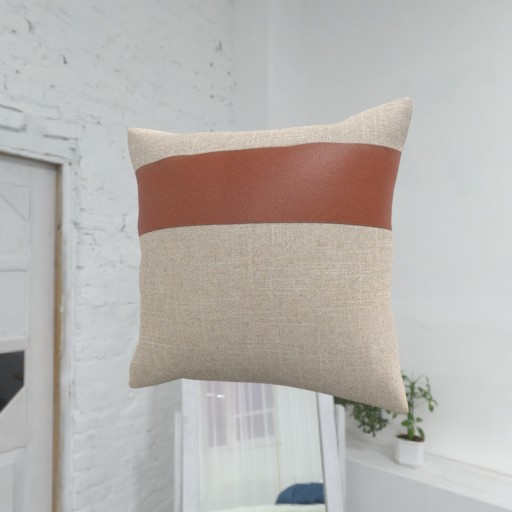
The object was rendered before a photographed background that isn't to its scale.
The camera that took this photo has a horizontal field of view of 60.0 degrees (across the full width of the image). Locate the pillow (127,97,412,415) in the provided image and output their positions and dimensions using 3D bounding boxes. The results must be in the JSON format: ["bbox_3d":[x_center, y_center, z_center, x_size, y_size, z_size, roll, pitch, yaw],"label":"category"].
[{"bbox_3d":[0.000,0.000,0.618,0.414,0.399,0.173,0,-1,18],"label":"pillow"}]
